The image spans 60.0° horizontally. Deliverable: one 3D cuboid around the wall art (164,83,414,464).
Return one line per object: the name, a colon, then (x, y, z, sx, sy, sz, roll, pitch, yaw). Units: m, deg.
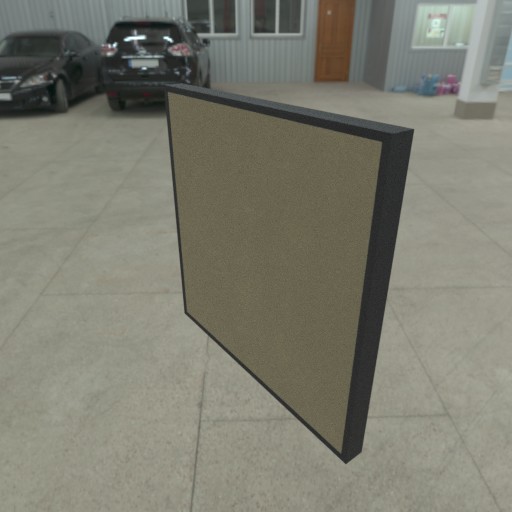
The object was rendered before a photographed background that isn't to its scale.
wall art: (0.000, 0.000, 0.760, 0.037, 0.507, 0.509, -20, 33, -32)
